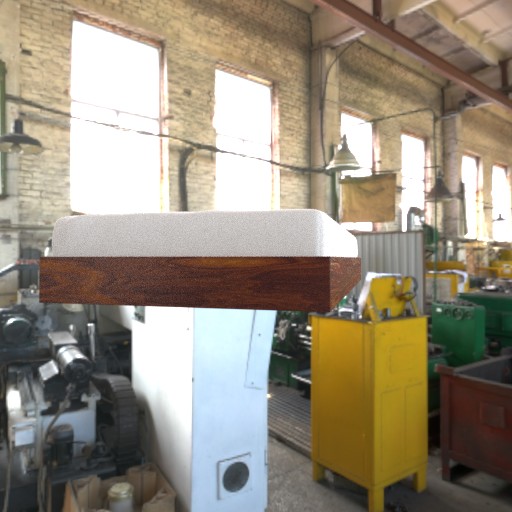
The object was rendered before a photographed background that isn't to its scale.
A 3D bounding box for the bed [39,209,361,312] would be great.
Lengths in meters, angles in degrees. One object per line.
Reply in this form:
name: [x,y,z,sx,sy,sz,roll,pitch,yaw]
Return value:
bed: [0.000,0.000,2.211,0.940,0.312,1.860,0,0,16]
